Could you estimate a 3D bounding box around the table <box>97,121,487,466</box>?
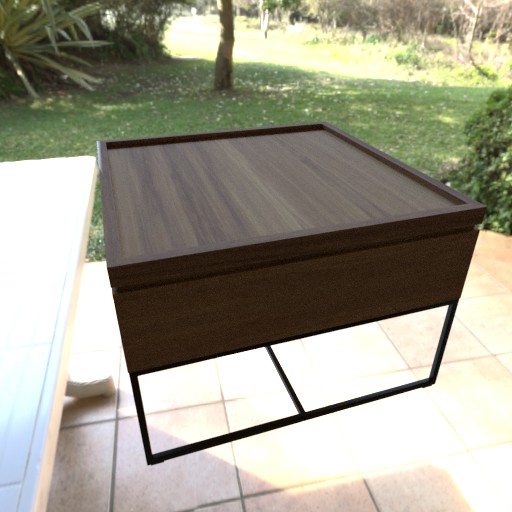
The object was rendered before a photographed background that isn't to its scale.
[{"bbox_3d":[0.000,0.000,1.121,0.676,0.464,0.679,-10,32,-16],"label":"table"}]
